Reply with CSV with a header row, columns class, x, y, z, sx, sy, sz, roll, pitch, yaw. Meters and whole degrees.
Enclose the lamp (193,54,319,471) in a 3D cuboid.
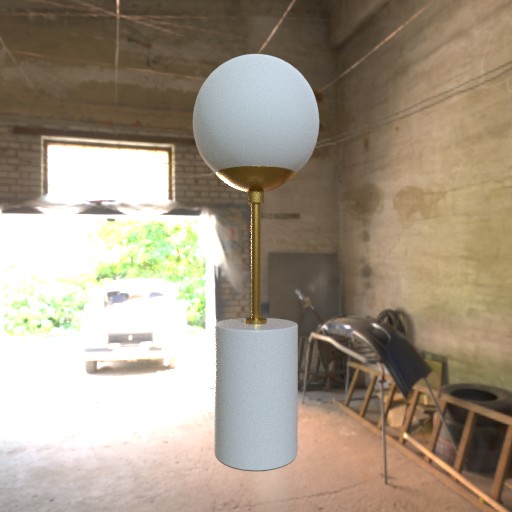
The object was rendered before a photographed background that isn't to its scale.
class,x,y,z,sx,sy,sz,roll,pitch,yaw
lamp,0.000,0.000,0.544,0.153,0.480,0.153,0,0,0
